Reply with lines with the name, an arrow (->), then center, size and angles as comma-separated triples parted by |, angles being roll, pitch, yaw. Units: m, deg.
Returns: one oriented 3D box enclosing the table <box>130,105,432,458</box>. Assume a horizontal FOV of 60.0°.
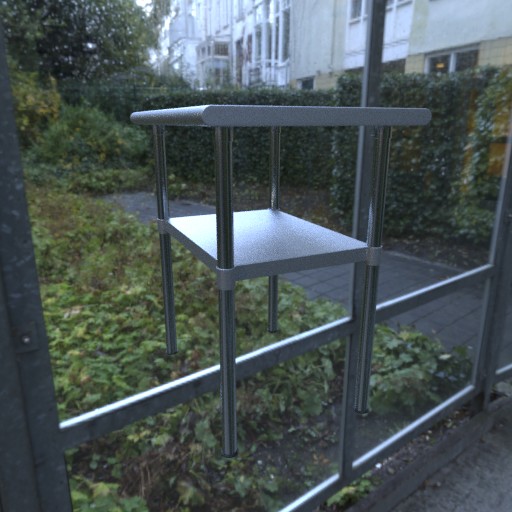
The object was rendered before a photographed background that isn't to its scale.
table -> 0.000, 0.000, 1.407 | 0.584, 0.876, 0.762 | -8, 19, -24
